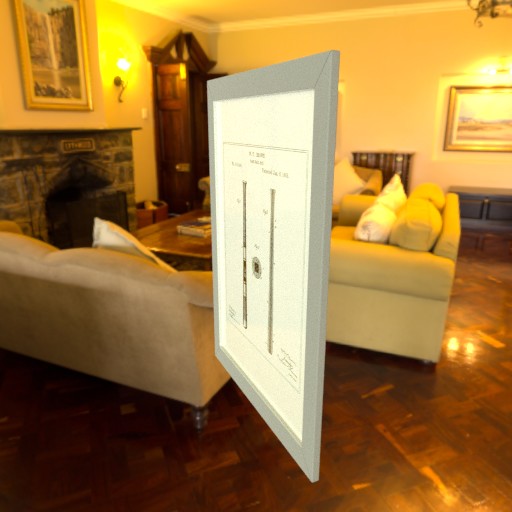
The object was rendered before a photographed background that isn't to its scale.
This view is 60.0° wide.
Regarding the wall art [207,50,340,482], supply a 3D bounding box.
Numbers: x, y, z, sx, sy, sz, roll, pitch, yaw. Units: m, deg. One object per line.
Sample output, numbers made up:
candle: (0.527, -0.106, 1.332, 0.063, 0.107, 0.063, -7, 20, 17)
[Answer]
wall art: (0.000, 0.000, 0.679, 0.012, 0.529, 0.374, -8, 18, -24)
